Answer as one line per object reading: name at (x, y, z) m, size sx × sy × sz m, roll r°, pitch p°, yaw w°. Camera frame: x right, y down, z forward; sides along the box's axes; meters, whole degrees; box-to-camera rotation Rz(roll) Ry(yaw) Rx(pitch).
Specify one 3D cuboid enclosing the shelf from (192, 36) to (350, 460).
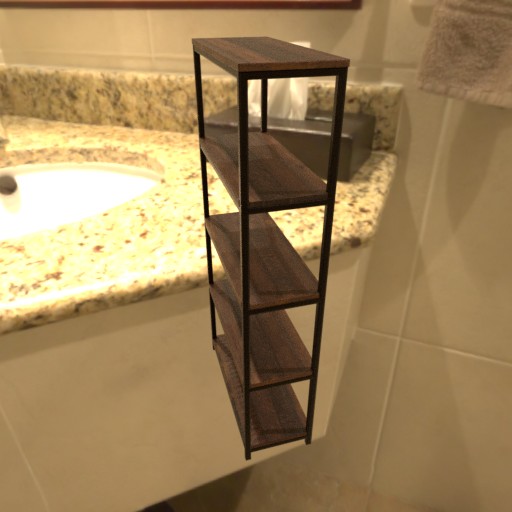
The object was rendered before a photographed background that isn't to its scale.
shelf at (0.000, 0.000, 2.171) m, size 0.359 × 1.860 × 0.874 m, roll -8°, pitch 32°, yaw -14°
